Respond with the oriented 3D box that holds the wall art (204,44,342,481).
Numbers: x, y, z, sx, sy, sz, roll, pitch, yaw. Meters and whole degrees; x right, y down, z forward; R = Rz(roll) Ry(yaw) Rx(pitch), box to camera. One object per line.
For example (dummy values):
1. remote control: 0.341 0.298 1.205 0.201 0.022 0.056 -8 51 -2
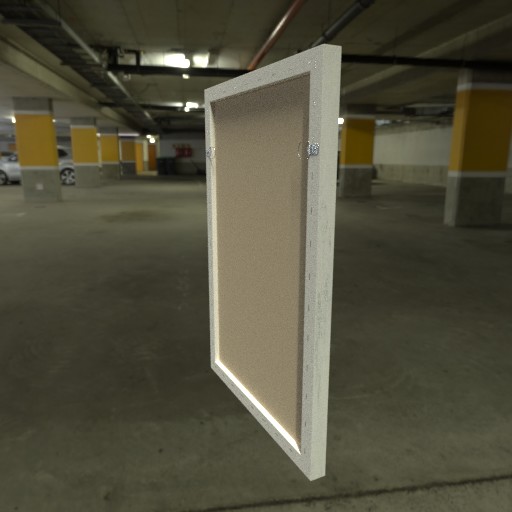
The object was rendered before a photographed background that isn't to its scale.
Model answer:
1. wall art: 0.000 0.000 1.181 0.043 0.914 0.624 -6 14 -26
